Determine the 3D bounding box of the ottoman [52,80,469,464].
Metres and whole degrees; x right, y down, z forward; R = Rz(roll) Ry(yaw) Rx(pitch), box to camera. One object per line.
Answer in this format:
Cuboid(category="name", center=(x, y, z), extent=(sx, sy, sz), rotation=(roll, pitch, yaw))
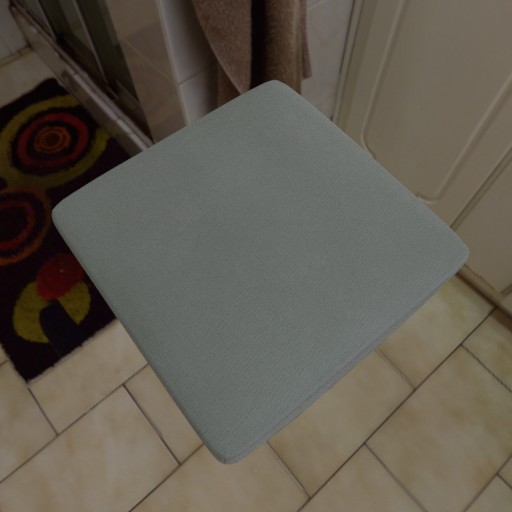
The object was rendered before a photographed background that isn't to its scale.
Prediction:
Cuboid(category="ottoman", center=(0.000, 0.000, 1.337), extent=(0.843, 0.441, 0.842), rotation=(-35, 69, -16))
